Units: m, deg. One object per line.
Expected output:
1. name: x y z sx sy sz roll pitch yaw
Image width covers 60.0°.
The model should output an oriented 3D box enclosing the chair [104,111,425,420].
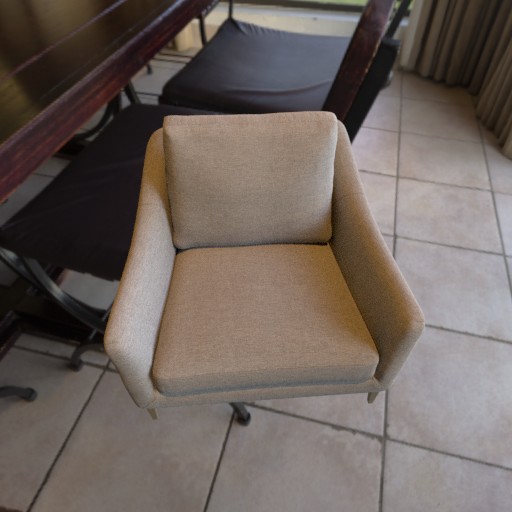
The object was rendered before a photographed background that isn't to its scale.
1. chair: 0.000 0.000 1.743 0.986 0.902 0.961 -3 46 -3
